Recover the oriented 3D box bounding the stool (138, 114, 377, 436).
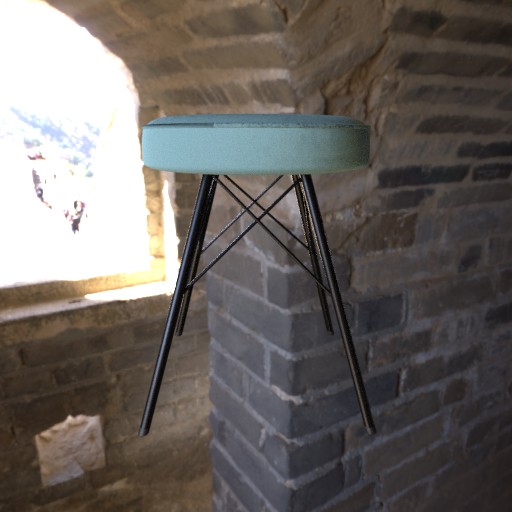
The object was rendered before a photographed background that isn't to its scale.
[{"bbox_3d":[0.000,0.000,0.871,0.458,0.519,0.457,2,15,7],"label":"stool"}]
